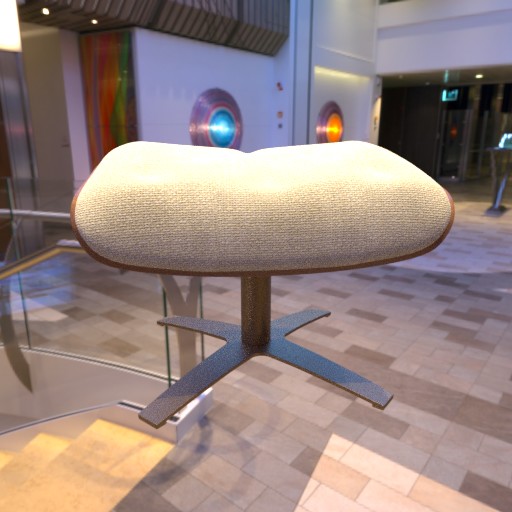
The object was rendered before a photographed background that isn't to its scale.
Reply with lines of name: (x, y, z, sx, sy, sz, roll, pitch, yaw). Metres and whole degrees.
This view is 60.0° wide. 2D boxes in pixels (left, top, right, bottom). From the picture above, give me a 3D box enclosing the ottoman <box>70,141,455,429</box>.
ottoman: (0.000, 0.000, 0.785, 0.520, 0.391, 0.394, -2, 16, -7)
